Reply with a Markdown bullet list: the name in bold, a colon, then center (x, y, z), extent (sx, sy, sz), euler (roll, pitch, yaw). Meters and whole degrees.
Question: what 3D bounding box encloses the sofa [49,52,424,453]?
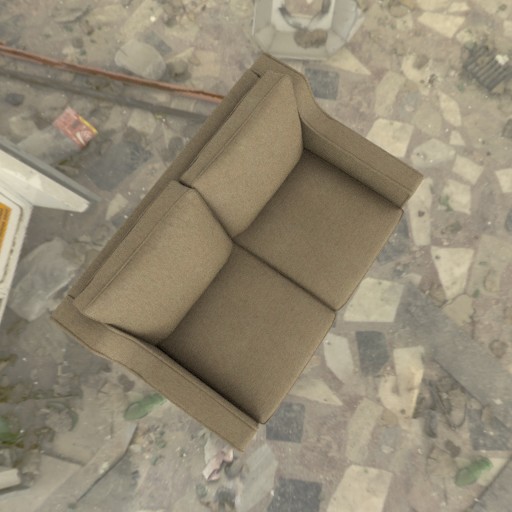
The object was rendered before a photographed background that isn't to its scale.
- **sofa**: center (0.000, 0.000, 2.162), extent (0.985, 0.981, 1.503), euler (34, 79, 8)
